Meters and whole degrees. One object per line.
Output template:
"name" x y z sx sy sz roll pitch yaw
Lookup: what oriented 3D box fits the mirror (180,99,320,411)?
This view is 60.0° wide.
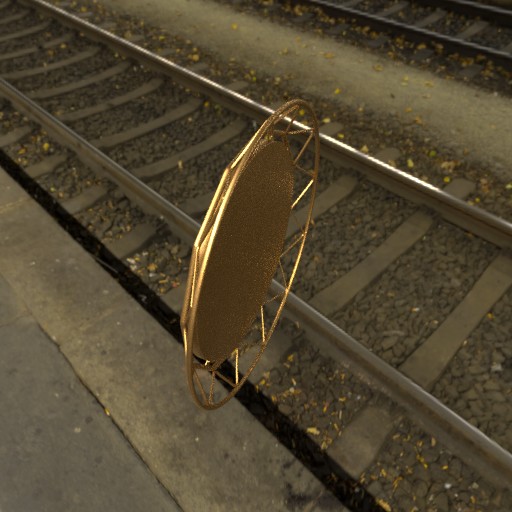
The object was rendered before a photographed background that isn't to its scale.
"mirror" 0.000 0.000 0.660 0.043 0.454 0.454 18 48 17
